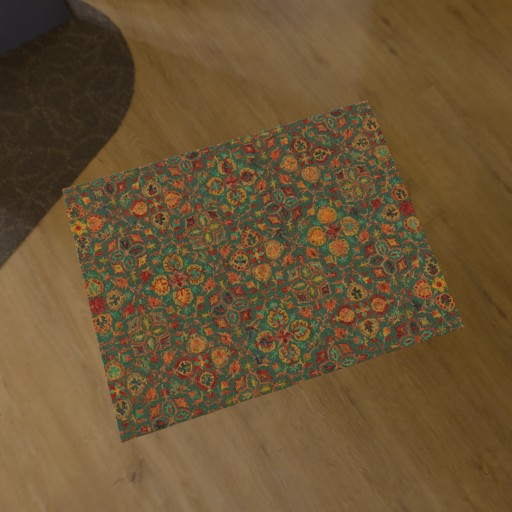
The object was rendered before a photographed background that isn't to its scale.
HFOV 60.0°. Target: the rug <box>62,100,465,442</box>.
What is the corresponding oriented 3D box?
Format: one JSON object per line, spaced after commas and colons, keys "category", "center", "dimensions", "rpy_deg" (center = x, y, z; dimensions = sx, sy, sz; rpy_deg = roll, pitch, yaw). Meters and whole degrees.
{"category": "rug", "center": [0.000, 0.000, 4.177], "dimensions": [3.204, 0.025, 2.434], "rpy_deg": [-17, 77, -4]}
